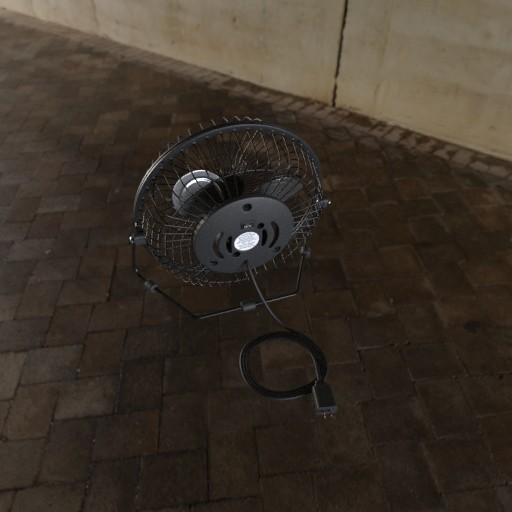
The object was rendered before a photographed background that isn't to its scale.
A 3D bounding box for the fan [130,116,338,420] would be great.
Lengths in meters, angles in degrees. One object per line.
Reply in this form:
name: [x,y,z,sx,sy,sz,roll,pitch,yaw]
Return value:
fan: [0.000,0.000,0.375,0.209,0.188,0.227,-12,43,-14]
